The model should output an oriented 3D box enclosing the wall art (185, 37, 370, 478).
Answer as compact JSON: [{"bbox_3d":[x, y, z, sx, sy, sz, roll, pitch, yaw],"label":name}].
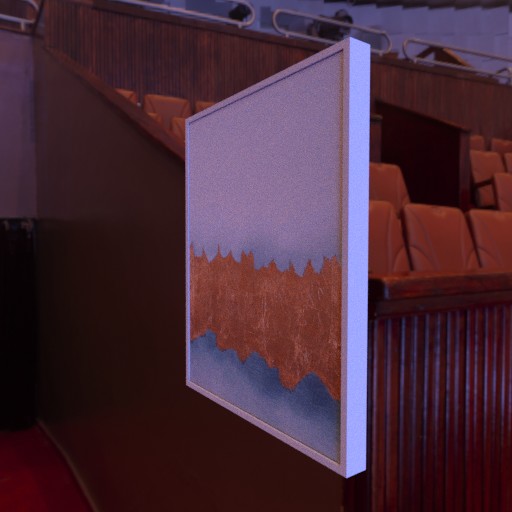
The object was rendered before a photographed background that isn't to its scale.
[{"bbox_3d":[0.000,0.000,0.750,0.039,0.553,0.451,-1,2,-35],"label":"wall art"}]
